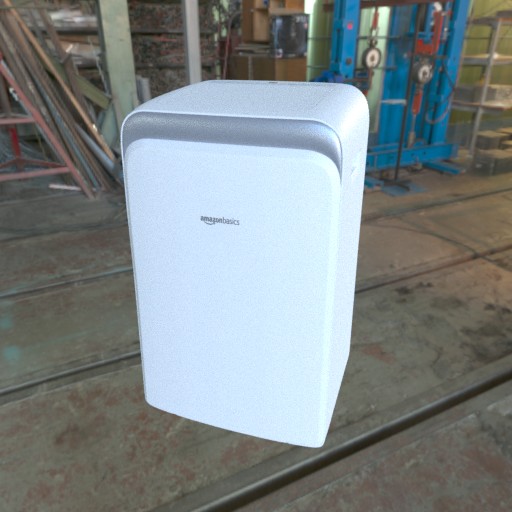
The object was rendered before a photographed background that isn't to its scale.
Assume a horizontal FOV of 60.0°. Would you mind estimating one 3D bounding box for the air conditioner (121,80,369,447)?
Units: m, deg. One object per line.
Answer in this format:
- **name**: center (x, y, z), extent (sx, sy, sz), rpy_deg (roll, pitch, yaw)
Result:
- **air conditioner**: center (0.000, 0.000, 1.073), extent (0.478, 0.765, 0.467), rpy_deg (8, 27, 16)
